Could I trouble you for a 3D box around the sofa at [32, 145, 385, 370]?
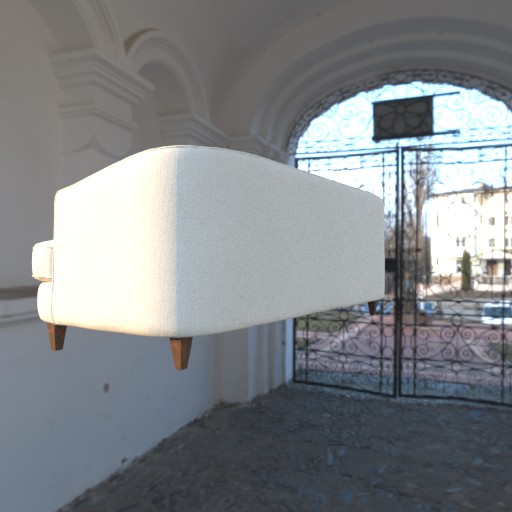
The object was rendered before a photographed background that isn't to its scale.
[{"bbox_3d":[0.000,0.000,2.656,0.941,0.855,2.278,0,0,36],"label":"sofa"}]
